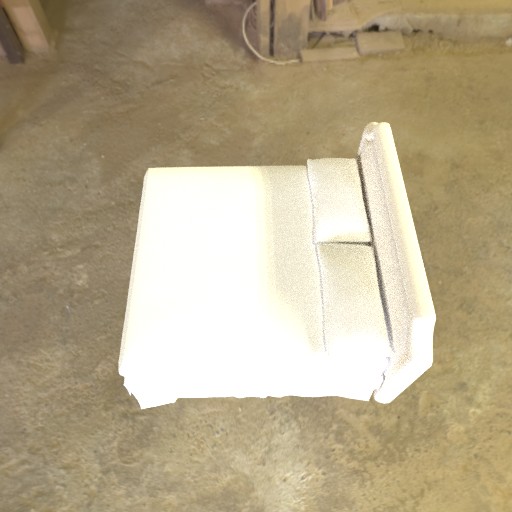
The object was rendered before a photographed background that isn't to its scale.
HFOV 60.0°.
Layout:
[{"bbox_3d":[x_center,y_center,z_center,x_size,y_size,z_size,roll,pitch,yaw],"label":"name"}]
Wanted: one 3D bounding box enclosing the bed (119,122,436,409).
[{"bbox_3d":[0.000,0.000,3.679,2.204,1.301,2.160,-1,60,-1],"label":"bed"}]
